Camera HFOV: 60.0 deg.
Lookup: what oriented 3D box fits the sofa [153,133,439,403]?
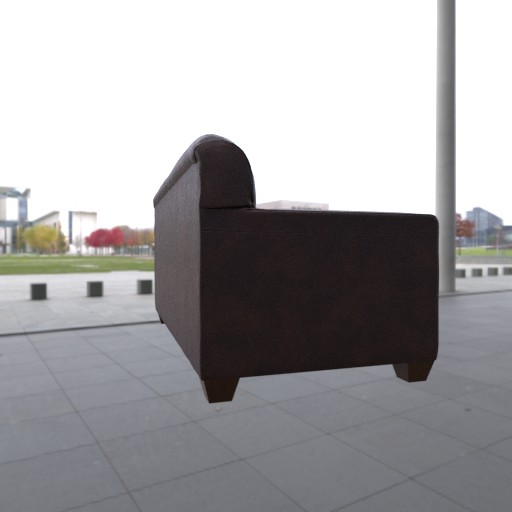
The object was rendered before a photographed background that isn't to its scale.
[{"bbox_3d":[0.000,0.000,2.461,1.000,0.966,1.856,0,1,-17],"label":"sofa"}]
